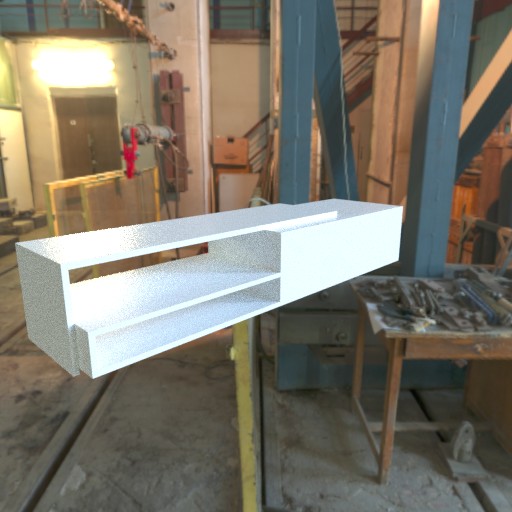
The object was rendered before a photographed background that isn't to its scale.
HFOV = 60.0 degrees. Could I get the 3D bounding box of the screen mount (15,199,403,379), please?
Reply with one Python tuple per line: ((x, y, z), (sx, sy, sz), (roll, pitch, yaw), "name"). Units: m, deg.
((0.000, 0.000, 1.836), (0.420, 0.320, 1.680), (14, 20, 43), "screen mount")
